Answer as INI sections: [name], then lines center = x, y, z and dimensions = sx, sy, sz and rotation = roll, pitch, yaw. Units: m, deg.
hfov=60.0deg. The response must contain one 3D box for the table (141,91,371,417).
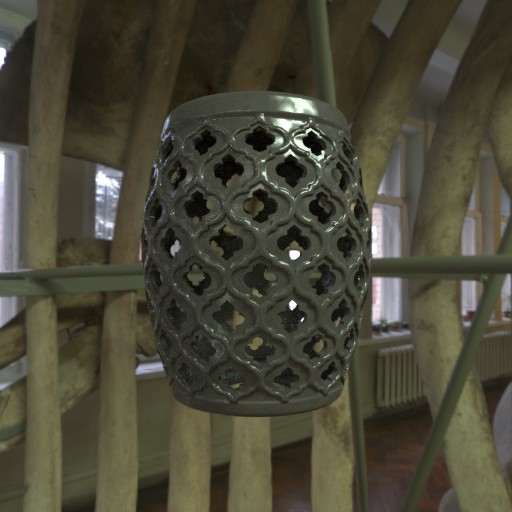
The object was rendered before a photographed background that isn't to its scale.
[table]
center = 0.000, 0.000, 0.646
dimensions = 0.325, 0.388, 0.325
rotation = 0, -1, 0
